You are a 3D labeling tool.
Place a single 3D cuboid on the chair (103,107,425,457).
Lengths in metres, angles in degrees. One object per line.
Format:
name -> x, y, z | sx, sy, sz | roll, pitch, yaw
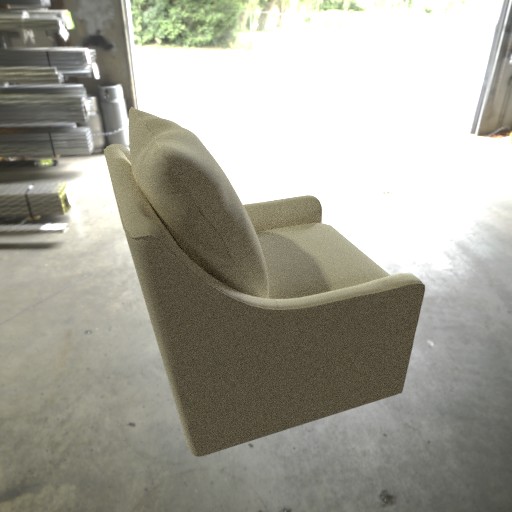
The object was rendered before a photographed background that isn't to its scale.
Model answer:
chair -> 0.000, 0.000, 1.555 | 0.876, 0.965, 0.756 | -10, 31, -18
